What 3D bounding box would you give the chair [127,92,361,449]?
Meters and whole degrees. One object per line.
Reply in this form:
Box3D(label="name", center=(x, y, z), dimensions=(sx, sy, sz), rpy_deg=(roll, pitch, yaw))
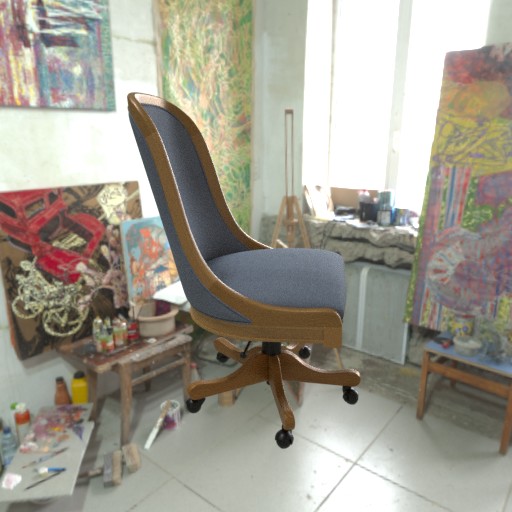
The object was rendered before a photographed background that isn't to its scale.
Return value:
Box3D(label="chair", center=(0.000, 0.000, 1.480), dimensions=(0.735, 1.031, 0.605), rpy_deg=(3, 16, 9))
